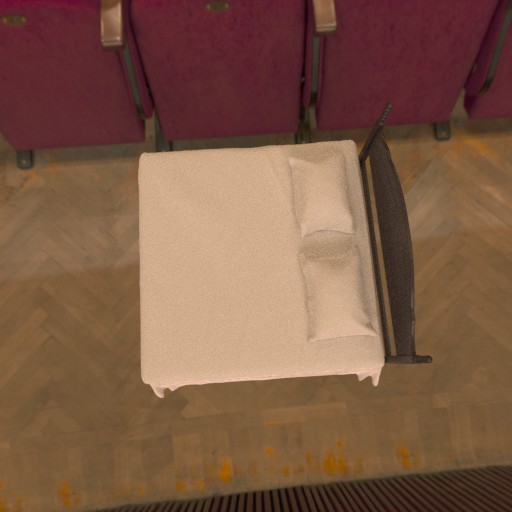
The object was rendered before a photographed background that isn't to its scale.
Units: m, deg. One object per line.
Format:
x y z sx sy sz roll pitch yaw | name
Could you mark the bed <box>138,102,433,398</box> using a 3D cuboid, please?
0.000 0.000 3.733 2.219 1.355 2.322 -4 77 -1 | bed
